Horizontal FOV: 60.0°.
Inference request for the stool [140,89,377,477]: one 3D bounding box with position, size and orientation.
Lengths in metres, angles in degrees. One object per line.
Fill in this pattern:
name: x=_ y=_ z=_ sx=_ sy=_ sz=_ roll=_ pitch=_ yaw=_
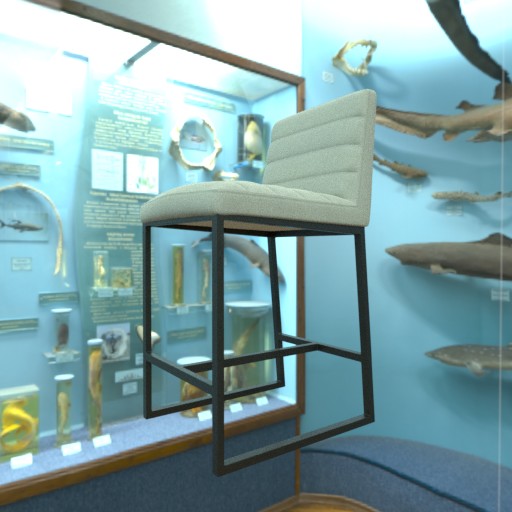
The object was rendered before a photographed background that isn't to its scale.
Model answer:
stool: x=0.000 y=0.000 z=1.303 sx=0.567 sy=0.971 sz=0.459 roll=-1 pitch=1 yaw=-36
